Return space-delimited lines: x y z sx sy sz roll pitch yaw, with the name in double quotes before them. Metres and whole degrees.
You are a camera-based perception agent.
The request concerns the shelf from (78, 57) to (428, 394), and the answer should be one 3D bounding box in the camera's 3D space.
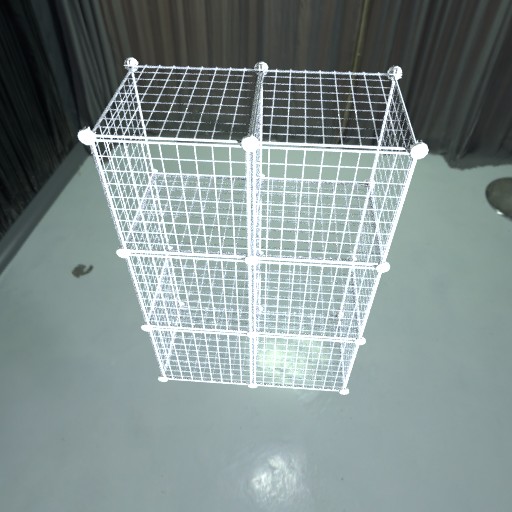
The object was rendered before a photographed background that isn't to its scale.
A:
"shelf" 0.000 0.000 1.396 0.711 1.067 0.356 3 47 3
